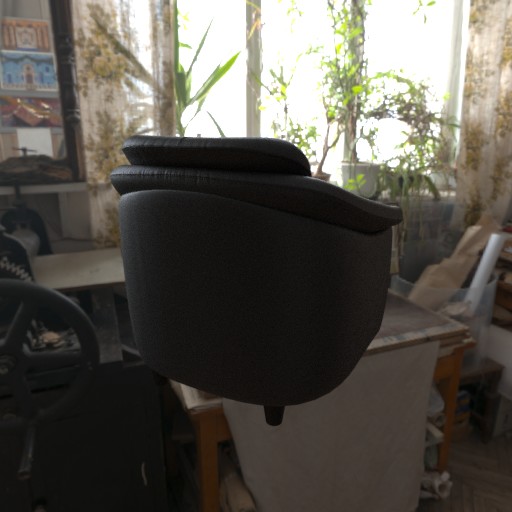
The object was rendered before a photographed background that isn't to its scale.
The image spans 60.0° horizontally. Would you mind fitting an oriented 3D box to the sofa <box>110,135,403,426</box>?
[{"bbox_3d":[0.000,0.000,1.522,0.870,0.811,0.794,9,19,28],"label":"sofa"}]
